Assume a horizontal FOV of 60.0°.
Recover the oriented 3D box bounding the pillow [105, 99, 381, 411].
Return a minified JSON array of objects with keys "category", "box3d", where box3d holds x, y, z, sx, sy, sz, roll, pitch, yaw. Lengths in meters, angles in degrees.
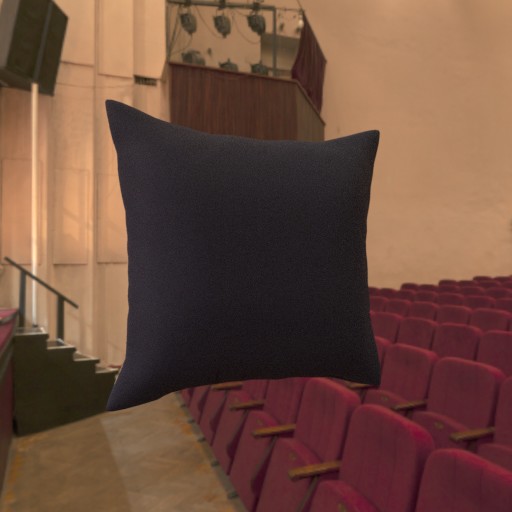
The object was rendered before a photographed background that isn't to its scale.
[{"category":"pillow","box3d":[0.000,0.000,0.777,0.504,0.494,0.188,0,-1,-18]}]
